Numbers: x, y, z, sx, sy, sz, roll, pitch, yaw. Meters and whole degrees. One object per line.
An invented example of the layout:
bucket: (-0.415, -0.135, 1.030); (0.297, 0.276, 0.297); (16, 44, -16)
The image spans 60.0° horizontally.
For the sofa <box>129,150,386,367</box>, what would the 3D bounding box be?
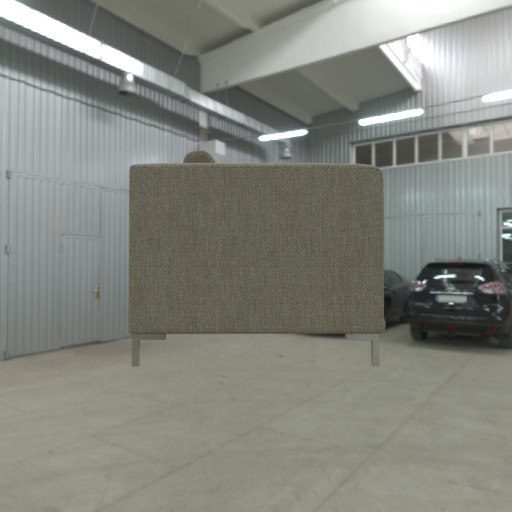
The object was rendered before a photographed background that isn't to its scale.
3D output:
sofa: (0.000, 0.000, 2.853); (0.969, 0.867, 2.415); (0, -1, 0)
